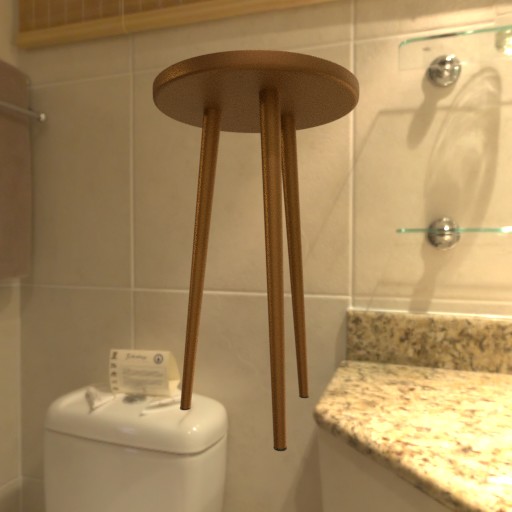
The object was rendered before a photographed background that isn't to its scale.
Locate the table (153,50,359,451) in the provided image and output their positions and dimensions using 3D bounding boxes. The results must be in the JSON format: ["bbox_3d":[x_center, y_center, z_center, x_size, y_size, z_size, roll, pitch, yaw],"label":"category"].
[{"bbox_3d":[0.000,0.000,0.663,0.299,0.480,0.299,0,1,-19],"label":"table"}]
